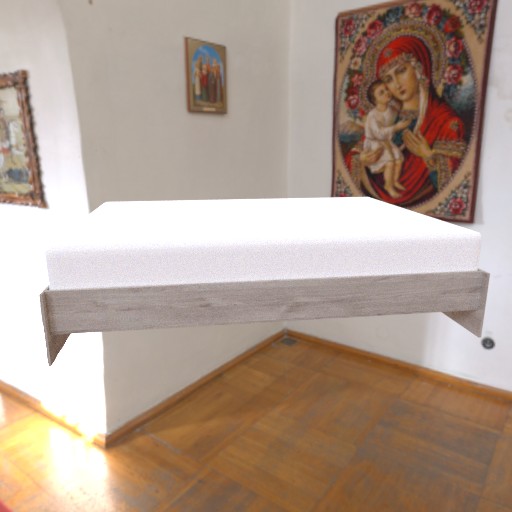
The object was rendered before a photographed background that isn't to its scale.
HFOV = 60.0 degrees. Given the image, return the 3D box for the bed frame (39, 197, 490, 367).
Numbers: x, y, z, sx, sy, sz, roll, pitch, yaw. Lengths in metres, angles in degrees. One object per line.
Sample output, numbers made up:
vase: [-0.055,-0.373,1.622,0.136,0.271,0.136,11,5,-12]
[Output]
bed frame: [0.000,0.000,2.592,1.945,0.497,1.445,-2,15,-8]
